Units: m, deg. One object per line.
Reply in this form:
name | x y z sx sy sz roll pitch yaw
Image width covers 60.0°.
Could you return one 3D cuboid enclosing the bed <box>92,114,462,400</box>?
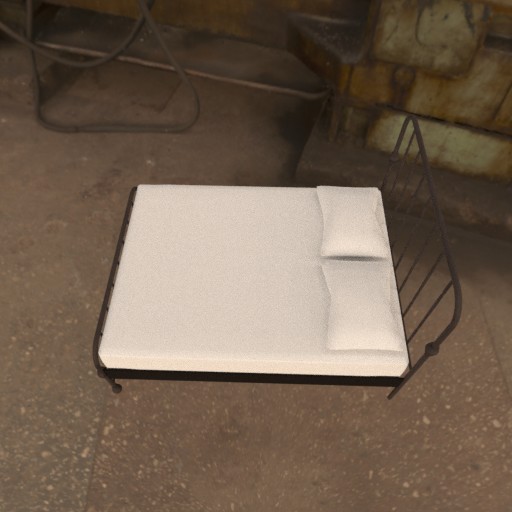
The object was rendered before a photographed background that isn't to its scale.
bed | 0.000 0.000 3.176 2.134 1.446 1.616 1 56 1
